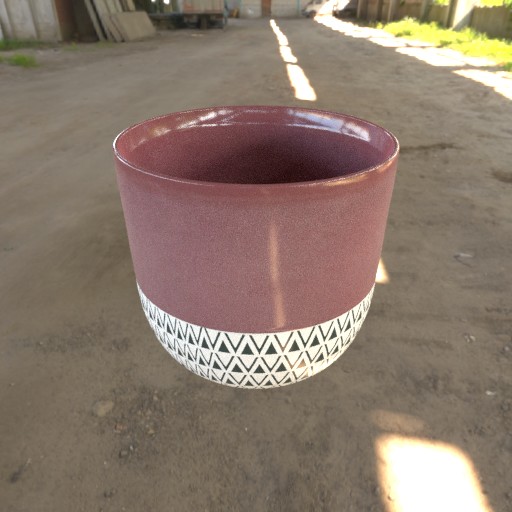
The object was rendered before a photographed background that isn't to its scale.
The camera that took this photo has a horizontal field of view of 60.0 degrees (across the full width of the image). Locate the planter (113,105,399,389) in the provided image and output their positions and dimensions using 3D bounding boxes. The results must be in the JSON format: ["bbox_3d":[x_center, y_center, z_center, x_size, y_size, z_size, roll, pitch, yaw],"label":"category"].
[{"bbox_3d":[0.000,0.000,0.493,0.266,0.270,0.266,0,30,0],"label":"planter"}]
